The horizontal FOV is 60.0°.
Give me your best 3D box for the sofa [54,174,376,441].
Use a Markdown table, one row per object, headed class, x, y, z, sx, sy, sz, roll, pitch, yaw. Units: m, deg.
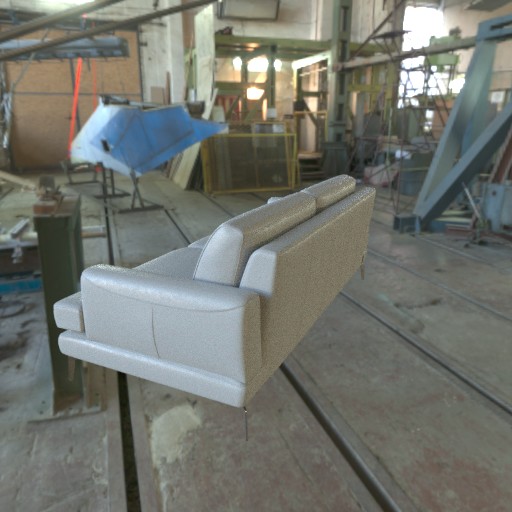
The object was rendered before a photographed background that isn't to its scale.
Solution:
| class | x | y | z | sx | sy | sz | roll | pitch | yaw |
| --- | --- | --- | --- | --- | --- | --- | --- | --- | --- |
| sofa | 0.000 | 0.000 | 2.465 | 0.974 | 0.765 | 1.940 | 8 | 19 | 25 |
